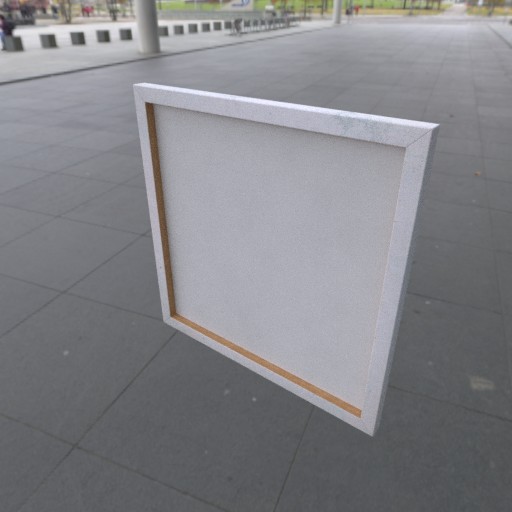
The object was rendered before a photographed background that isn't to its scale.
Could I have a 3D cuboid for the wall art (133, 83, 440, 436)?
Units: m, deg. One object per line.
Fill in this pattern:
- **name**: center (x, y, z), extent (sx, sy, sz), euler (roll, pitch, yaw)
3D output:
- **wall art**: center (0.000, 0.000, 1.131), extent (0.762, 0.762, 0.038), euler (21, 36, 32)
